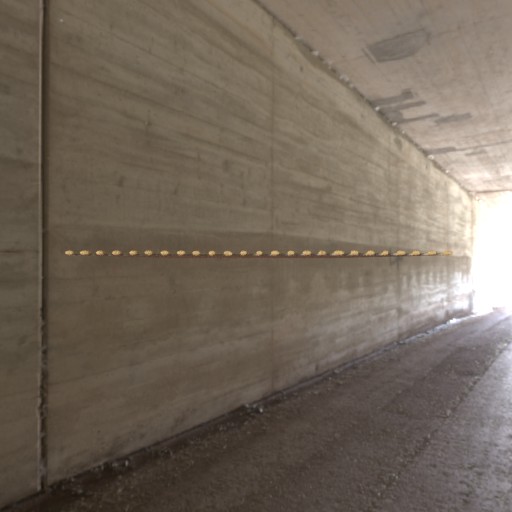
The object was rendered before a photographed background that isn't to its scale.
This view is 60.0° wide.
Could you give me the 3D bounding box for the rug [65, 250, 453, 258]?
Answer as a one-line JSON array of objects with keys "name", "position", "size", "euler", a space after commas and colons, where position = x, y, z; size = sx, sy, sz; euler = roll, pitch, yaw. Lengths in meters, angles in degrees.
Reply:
[{"name": "rug", "position": [0.000, 0.000, 2.979], "size": [1.556, 0.022, 2.433], "euler": [0, -1, -1]}]
